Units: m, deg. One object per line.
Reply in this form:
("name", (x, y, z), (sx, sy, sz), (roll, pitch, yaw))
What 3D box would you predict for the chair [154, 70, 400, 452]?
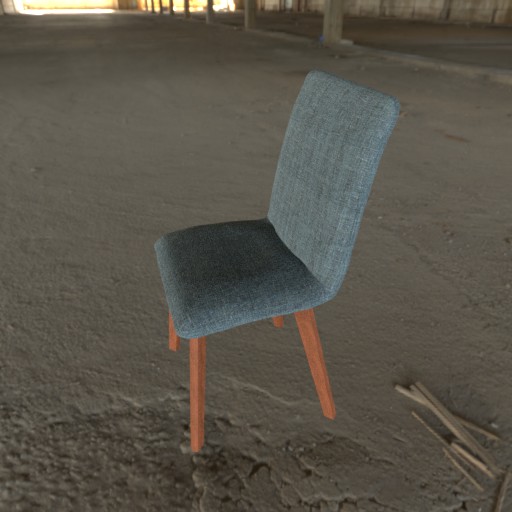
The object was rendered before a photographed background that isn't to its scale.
("chair", (0.000, 0.000, 1.326), (0.563, 0.974, 0.522), (-9, 31, -15))
